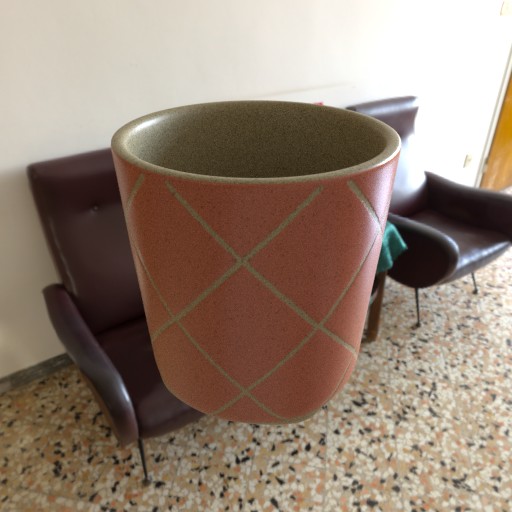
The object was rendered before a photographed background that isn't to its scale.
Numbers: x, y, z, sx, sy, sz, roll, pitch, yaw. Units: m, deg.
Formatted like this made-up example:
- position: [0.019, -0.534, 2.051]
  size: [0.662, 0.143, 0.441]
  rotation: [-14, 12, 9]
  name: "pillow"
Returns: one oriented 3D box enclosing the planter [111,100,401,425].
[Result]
- position: [0.000, 0.000, 0.352]
  size: [0.191, 0.200, 0.191]
  rotation: [0, 31, 0]
  name: "planter"
